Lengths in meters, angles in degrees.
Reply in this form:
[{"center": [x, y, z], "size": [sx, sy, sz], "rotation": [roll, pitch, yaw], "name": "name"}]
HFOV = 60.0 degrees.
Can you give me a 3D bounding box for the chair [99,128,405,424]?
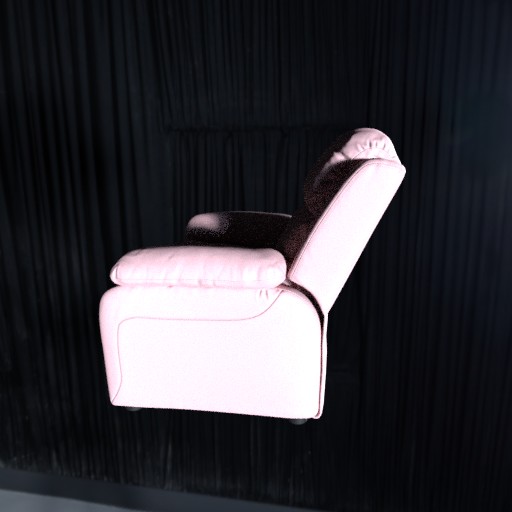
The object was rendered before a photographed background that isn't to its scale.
[{"center": [0.000, 0.000, 1.275], "size": [0.709, 0.702, 0.680], "rotation": [2, 15, 9], "name": "chair"}]
